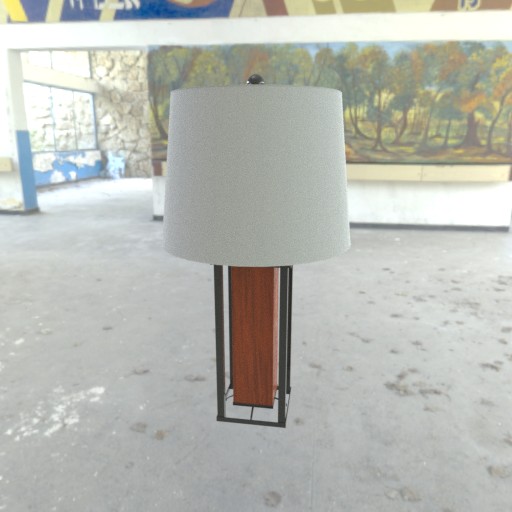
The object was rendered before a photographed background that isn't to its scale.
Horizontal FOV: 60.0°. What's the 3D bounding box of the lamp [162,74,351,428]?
[{"bbox_3d":[0.000,0.000,0.771,0.320,0.591,0.320,0,15,0],"label":"lamp"}]
